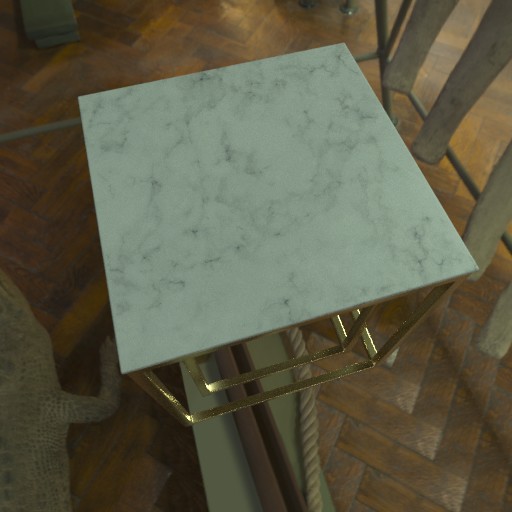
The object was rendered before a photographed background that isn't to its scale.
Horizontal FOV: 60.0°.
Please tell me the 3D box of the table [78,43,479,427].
[{"bbox_3d":[0.000,0.000,0.845,0.450,0.500,0.450,-15,63,-8],"label":"table"}]
